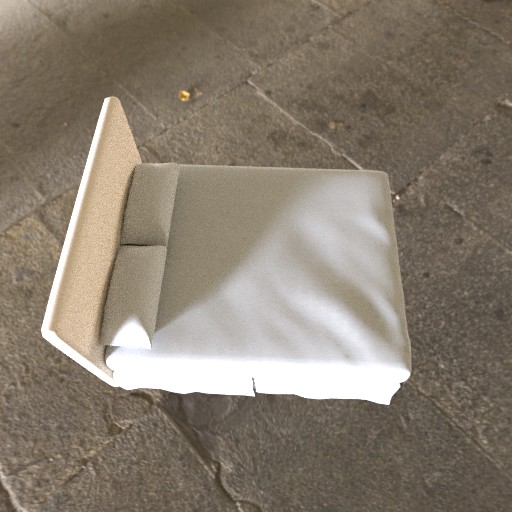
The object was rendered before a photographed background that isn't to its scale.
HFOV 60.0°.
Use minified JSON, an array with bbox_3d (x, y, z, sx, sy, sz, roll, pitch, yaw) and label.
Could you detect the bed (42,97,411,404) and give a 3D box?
[{"bbox_3d":[0.000,0.000,3.157,2.142,1.330,1.748,2,62,1],"label":"bed"}]
